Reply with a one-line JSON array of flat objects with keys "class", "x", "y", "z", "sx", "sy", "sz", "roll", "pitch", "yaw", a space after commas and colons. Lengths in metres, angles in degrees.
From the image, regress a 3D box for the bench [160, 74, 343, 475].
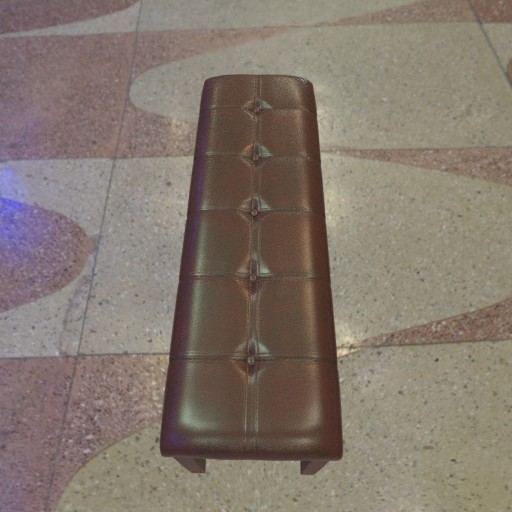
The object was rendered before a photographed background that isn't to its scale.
[{"class": "bench", "x": 0.000, "y": 0.000, "z": 1.436, "sx": 0.401, "sy": 0.491, "sz": 1.259, "roll": 1, "pitch": 58, "yaw": 0}]
